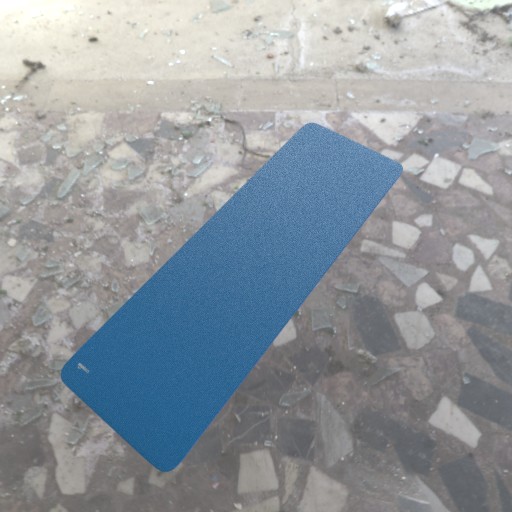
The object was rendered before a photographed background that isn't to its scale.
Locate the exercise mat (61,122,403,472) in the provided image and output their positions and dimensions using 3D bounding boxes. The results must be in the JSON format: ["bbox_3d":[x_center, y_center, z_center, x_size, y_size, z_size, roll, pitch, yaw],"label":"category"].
[{"bbox_3d":[0.000,0.000,2.065,0.616,0.021,1.869,32,63,19],"label":"exercise mat"}]
